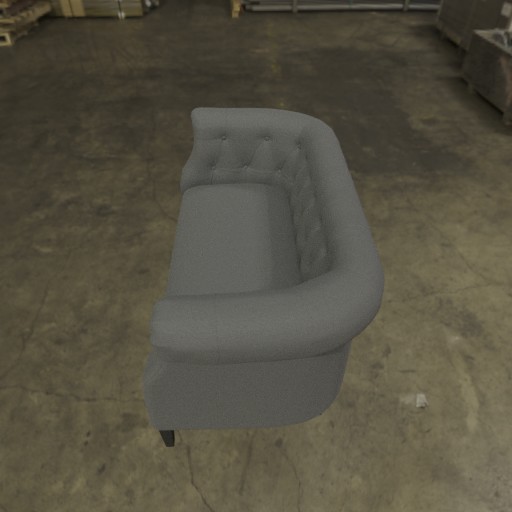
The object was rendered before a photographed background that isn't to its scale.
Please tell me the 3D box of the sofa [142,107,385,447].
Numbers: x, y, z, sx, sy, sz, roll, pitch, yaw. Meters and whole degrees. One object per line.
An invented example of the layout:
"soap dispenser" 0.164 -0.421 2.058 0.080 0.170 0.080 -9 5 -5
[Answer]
"sofa" 0.000 0.000 2.037 0.835 0.827 1.558 -1 41 -1
